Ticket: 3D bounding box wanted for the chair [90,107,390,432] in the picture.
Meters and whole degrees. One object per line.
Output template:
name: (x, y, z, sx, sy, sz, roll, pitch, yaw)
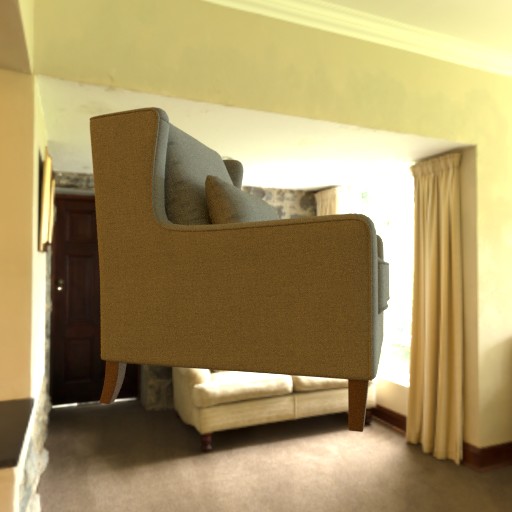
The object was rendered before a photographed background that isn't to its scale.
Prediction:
chair: (0.000, 0.000, 1.807, 1.040, 1.056, 0.866, 0, -1, 18)
